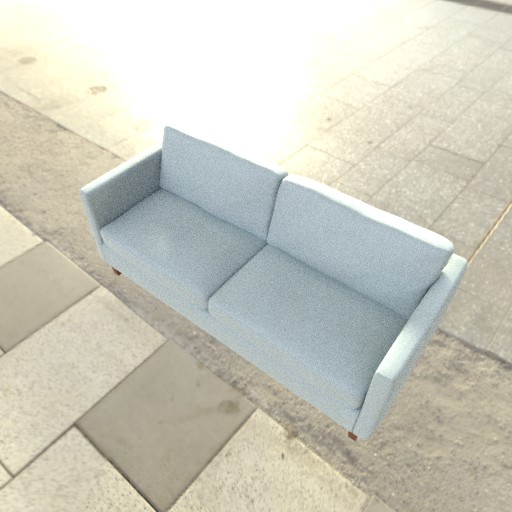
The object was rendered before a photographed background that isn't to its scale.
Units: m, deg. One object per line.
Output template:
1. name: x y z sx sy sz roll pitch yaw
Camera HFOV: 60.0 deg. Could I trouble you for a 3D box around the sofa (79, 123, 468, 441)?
1. sofa: 0.000 0.000 2.786 2.208 0.965 0.951 29 53 25
